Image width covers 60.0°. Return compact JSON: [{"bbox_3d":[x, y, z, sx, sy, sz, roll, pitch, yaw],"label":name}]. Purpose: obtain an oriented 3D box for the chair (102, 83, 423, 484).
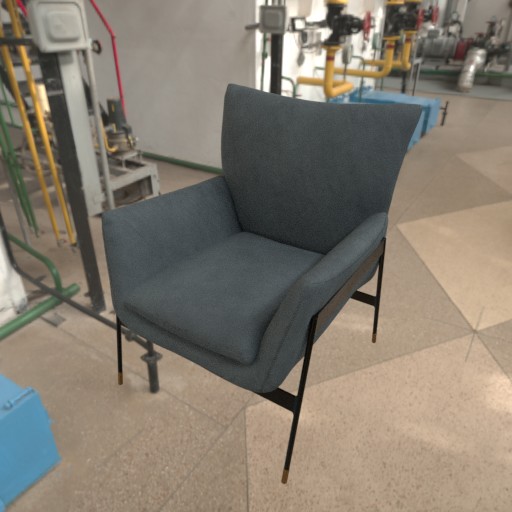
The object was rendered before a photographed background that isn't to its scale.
[{"bbox_3d":[0.000,0.000,1.357,0.678,0.858,0.709,18,35,28],"label":"chair"}]
